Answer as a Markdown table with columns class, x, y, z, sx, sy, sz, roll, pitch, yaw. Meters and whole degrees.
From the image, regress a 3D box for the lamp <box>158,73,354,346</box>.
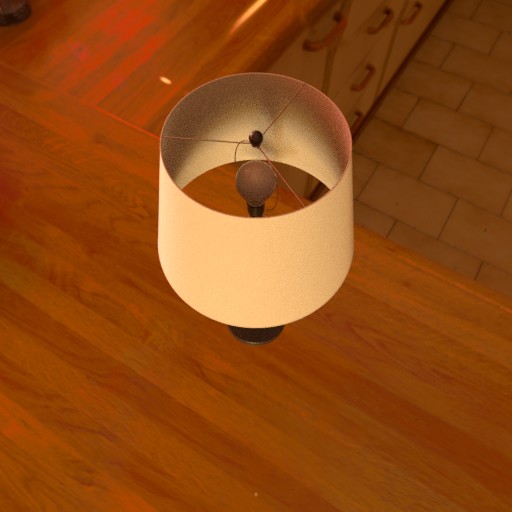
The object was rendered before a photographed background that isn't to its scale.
| class | x | y | z | sx | sy | sz | roll | pitch | yaw |
| --- | --- | --- | --- | --- | --- | --- | --- | --- | --- |
| lamp | 0.000 | 0.000 | 0.899 | 0.363 | 0.696 | 0.363 | 0 | 62 | 0 |
